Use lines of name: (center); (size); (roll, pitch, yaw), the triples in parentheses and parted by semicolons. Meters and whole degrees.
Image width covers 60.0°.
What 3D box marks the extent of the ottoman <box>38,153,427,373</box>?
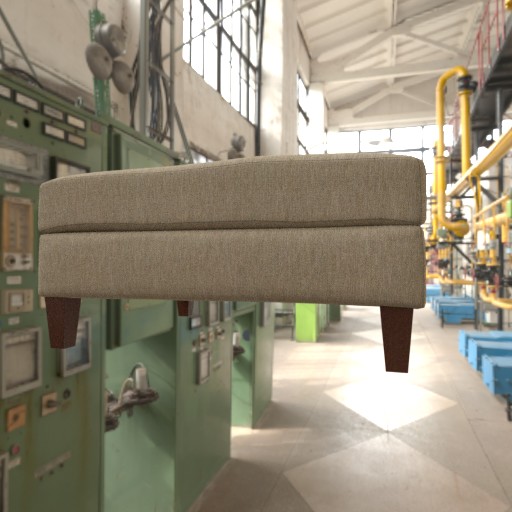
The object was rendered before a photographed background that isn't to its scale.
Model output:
ottoman: (0.000, 0.000, 1.404); (0.976, 0.492, 0.836); (0, -1, 17)
